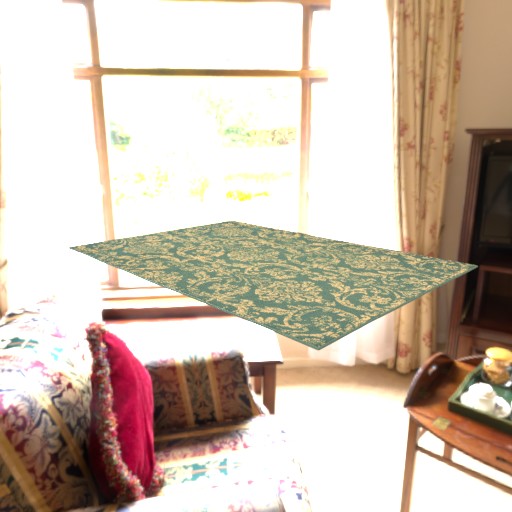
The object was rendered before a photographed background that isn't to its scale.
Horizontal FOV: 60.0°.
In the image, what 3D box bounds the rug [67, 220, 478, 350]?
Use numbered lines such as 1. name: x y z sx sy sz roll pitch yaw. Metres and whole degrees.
1. rug: 0.000 0.000 2.876 1.554 0.012 2.205 -14 20 -43
